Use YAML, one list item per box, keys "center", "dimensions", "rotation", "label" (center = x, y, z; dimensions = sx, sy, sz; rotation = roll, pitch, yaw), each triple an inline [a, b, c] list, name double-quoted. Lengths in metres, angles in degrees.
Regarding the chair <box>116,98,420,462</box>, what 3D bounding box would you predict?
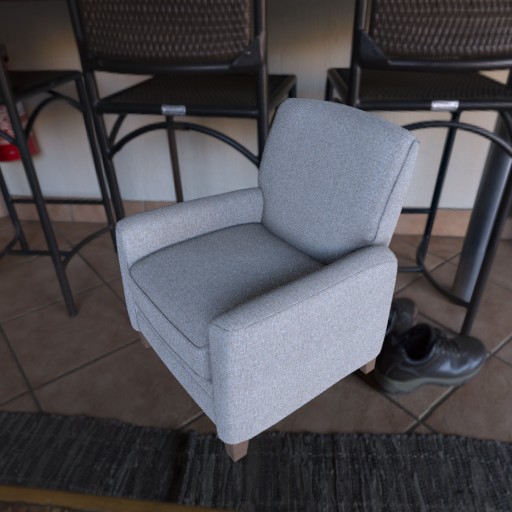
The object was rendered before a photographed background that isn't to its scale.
- center: [0.000, 0.000, 1.691]
  dimensions: [0.864, 1.014, 0.848]
  rotation: [-21, 37, -31]
  label: "chair"
